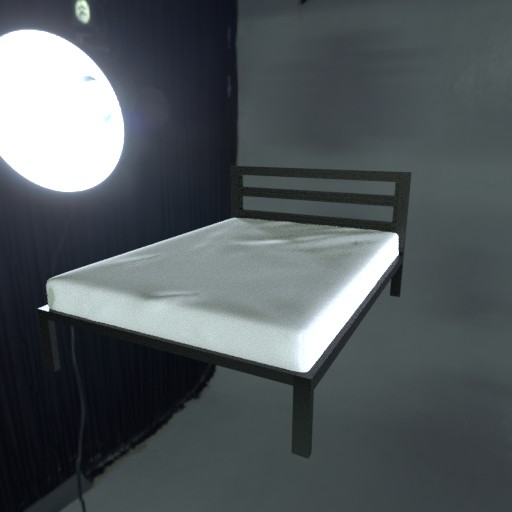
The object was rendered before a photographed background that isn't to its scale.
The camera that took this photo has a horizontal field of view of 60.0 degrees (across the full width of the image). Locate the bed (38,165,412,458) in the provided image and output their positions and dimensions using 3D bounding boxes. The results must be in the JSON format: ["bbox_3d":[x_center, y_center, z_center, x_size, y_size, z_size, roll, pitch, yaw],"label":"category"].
[{"bbox_3d":[0.000,0.000,2.846,1.524,0.967,2.062,8,17,26],"label":"bed"}]
